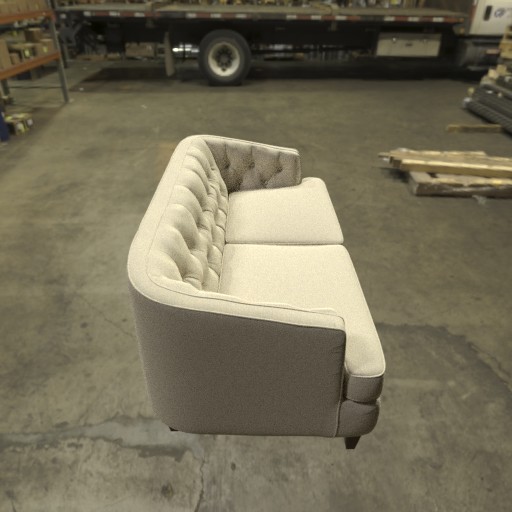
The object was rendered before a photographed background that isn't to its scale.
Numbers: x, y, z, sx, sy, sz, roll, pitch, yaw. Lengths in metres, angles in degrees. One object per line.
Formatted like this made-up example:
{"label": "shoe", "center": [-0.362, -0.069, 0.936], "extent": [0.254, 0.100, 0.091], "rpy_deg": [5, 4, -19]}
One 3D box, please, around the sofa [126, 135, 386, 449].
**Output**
{"label": "sofa", "center": [0.000, 0.000, 2.238], "extent": [0.941, 0.855, 1.733], "rpy_deg": [0, 32, 0]}
